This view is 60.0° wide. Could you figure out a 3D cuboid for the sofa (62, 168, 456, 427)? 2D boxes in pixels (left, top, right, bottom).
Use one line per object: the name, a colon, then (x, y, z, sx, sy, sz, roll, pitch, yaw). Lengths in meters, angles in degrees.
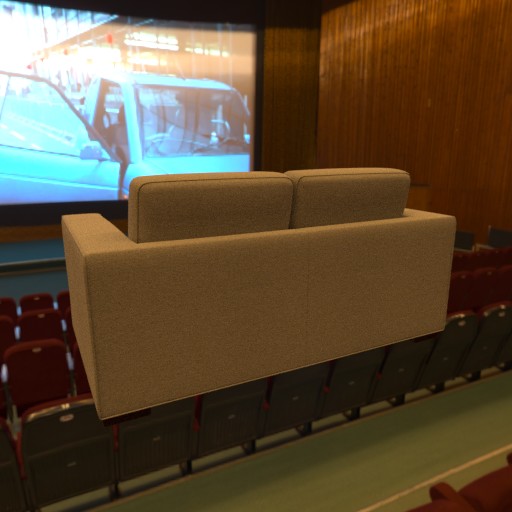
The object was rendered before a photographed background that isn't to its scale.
sofa: (0.000, 0.000, 2.359, 1.812, 0.924, 1.007, -7, 16, -26)
